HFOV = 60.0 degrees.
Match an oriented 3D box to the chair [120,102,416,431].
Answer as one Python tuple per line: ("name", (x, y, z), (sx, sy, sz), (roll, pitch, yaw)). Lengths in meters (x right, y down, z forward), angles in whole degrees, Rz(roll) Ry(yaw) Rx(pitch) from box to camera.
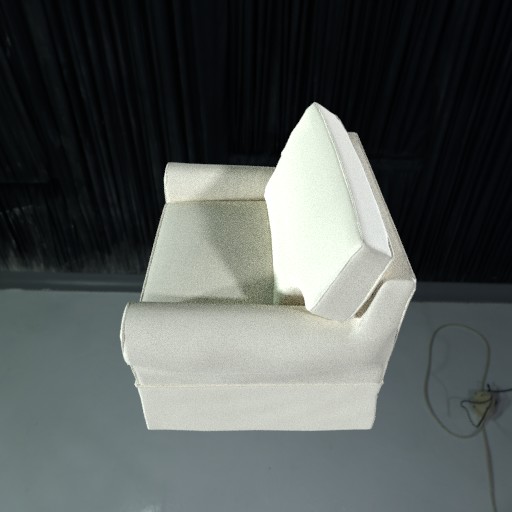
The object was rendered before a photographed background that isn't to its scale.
("chair", (0.000, 0.000, 1.811), (0.904, 0.958, 1.099), (0, 41, 0))
